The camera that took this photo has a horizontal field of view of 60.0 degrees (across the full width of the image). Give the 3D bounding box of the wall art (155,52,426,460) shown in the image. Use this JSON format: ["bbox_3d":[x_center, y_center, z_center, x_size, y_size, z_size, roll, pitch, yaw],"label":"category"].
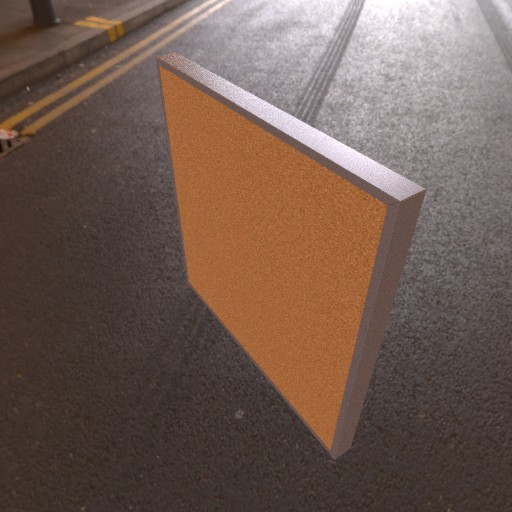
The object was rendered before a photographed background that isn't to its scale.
[{"bbox_3d":[0.000,0.000,0.500,0.028,0.349,0.349,-25,46,-26],"label":"wall art"}]
